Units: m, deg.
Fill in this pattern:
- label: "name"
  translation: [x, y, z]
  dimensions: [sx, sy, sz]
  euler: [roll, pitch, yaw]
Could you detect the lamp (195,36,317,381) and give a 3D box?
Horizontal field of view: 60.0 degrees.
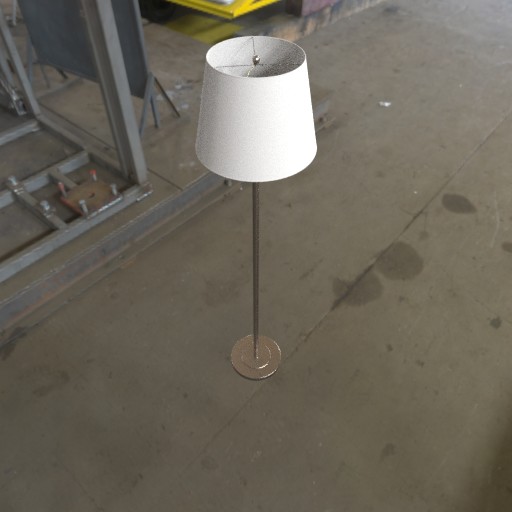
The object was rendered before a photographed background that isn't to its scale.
- label: "lamp"
  translation: [0.000, 0.000, 1.652]
  dimensions: [0.355, 1.473, 0.355]
  euler: [0, 47, 0]
